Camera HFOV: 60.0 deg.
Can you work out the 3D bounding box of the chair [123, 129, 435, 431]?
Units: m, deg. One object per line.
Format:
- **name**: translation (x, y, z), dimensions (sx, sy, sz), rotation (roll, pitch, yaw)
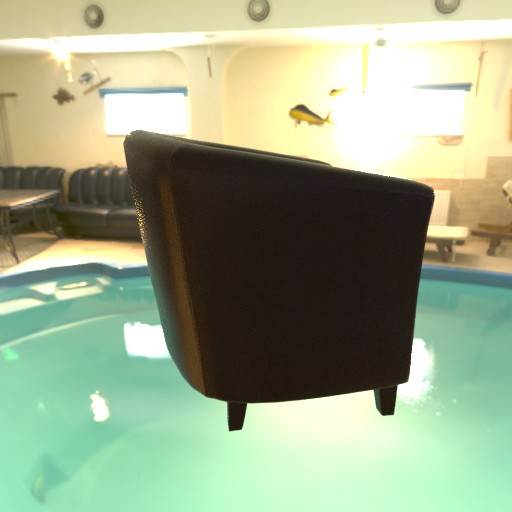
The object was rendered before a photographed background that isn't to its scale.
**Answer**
- **chair**: translation (0.000, 0.000, 1.375), dimensions (0.727, 0.756, 0.793), rotation (-2, 16, -9)
